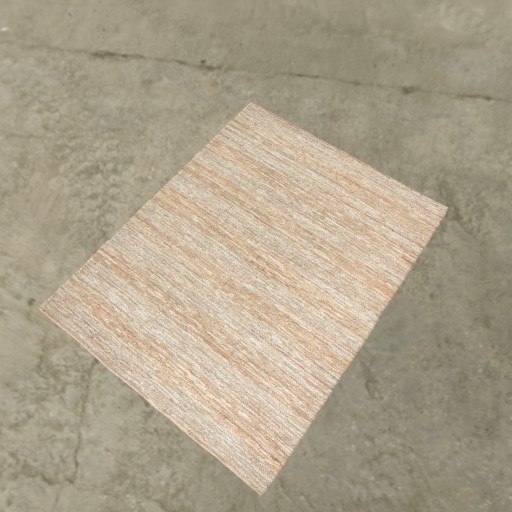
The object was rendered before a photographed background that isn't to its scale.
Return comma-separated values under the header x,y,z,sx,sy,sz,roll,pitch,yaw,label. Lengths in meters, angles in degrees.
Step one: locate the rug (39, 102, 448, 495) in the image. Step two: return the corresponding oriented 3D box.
x,y,z,sx,sy,sz,roll,pitch,yaw,label
0.000,0.000,3.881,2.313,0.009,2.939,33,68,16,rug
